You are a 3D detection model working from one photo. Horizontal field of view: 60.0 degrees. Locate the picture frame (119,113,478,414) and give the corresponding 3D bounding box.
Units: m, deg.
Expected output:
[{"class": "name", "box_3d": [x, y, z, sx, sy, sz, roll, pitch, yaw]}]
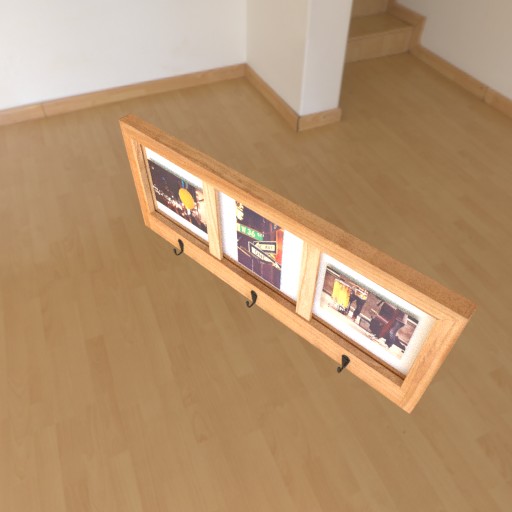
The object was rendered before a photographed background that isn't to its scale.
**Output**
[{"class": "picture frame", "box_3d": [0.000, 0.000, 0.669, 0.582, 0.234, 0.045, 33, 56, 27]}]
